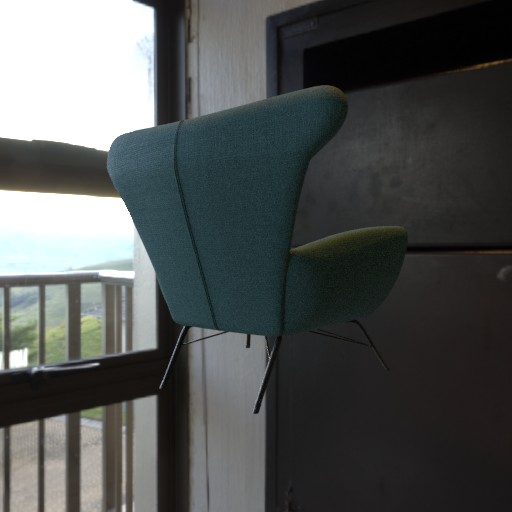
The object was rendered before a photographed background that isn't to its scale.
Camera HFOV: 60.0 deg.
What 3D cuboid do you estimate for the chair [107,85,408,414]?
[{"bbox_3d":[0.000,0.000,1.774,1.050,0.980,0.900,0,0,36],"label":"chair"}]
